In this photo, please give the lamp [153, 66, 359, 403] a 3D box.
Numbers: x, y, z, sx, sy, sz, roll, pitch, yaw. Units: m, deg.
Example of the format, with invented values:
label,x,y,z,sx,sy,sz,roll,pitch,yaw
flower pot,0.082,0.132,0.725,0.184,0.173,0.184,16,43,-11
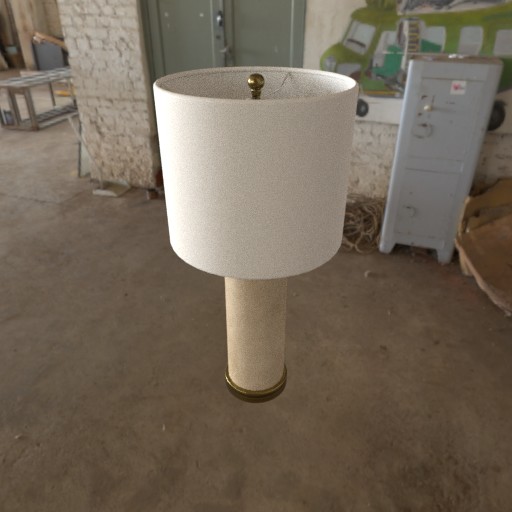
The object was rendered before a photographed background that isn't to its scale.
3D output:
label,x,y,z,sx,sy,sz,roll,pitch,yaw
lamp,0.000,0.000,0.824,0.305,0.634,0.305,-19,35,-29
